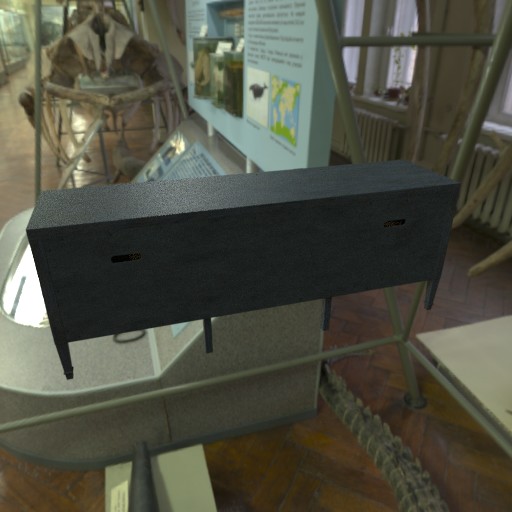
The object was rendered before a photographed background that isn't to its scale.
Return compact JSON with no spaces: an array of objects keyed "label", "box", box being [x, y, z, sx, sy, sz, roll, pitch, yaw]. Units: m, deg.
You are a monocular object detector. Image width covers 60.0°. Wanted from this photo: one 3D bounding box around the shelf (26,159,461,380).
[{"label":"shelf","box":[0.000,0.000,2.202,1.878,0.715,0.471,-8,28,-15]}]
